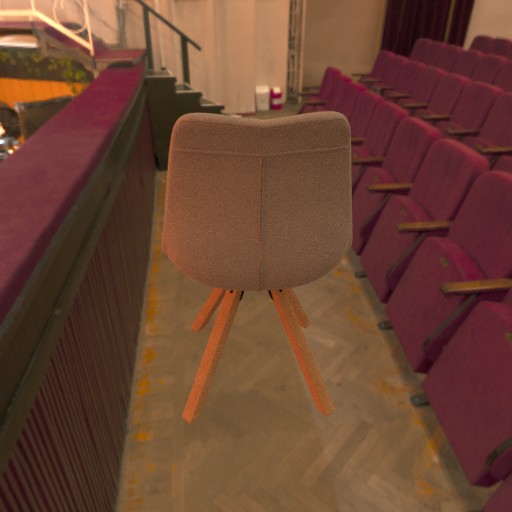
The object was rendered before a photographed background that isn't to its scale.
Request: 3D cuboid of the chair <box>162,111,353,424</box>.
[{"bbox_3d":[0.000,0.000,1.195,0.474,0.863,0.549,-1,30,-2],"label":"chair"}]
